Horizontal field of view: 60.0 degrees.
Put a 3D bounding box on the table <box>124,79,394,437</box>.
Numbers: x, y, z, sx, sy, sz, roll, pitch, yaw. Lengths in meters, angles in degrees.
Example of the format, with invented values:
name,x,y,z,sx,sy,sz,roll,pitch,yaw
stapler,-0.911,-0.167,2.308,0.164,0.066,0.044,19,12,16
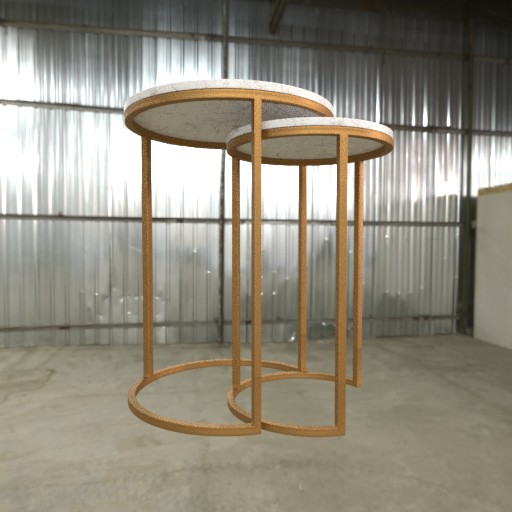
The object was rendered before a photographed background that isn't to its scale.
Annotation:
name,x,y,z,sx,sy,sz,roll,pitch,yaw
table,0.000,0.000,0.863,0.507,0.550,0.400,1,2,19
